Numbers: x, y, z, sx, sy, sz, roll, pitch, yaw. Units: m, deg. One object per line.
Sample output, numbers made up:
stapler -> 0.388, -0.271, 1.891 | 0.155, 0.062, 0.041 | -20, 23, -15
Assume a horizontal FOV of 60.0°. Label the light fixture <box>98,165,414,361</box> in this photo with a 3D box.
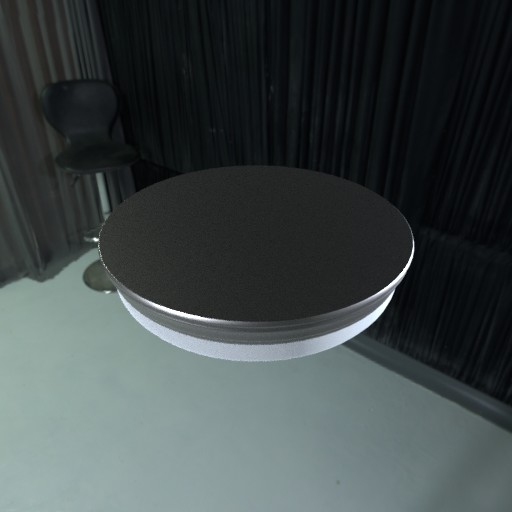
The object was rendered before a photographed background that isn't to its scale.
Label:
light fixture -> 0.000, 0.000, 0.564 | 0.368, 0.100, 0.368 | 0, 33, 0
